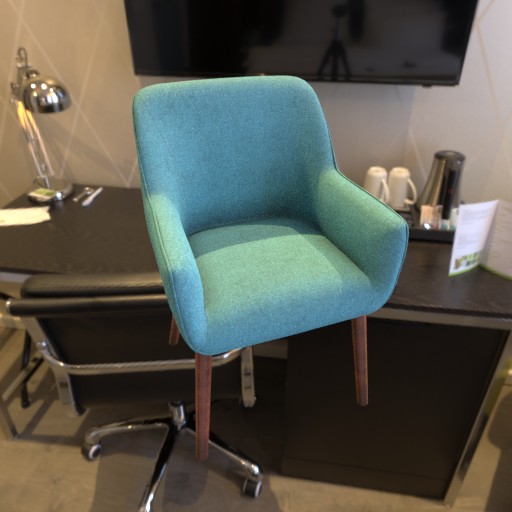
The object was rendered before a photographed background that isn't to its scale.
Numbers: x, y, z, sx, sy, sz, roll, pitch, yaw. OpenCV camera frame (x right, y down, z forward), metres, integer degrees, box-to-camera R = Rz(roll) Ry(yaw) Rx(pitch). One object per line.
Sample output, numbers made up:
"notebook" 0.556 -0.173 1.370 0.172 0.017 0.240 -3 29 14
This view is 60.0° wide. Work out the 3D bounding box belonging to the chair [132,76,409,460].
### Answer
"chair" 0.000 0.000 1.160 0.543 0.803 0.519 -11 33 -18
